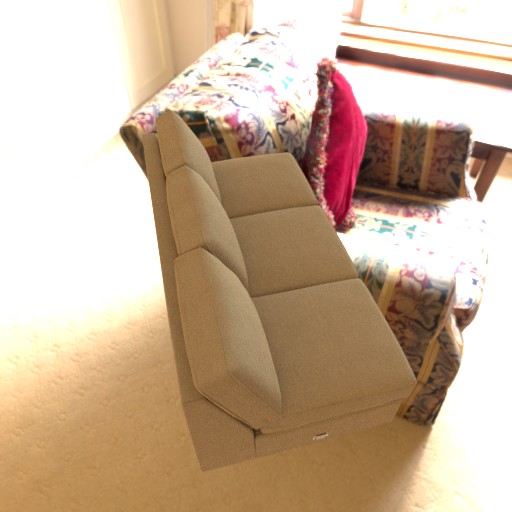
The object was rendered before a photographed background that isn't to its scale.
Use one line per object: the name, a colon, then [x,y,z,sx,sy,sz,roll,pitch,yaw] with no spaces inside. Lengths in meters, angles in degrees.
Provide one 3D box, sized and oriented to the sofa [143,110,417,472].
sofa: [0.000,0.000,2.732,1.127,1.036,2.092,-10,47,-10]
